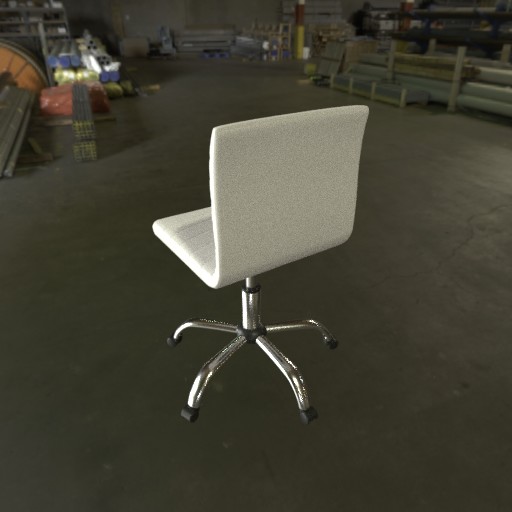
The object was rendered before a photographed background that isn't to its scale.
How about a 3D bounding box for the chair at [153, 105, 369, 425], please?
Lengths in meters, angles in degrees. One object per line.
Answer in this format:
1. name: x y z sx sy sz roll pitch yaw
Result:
1. chair: 0.000 0.000 1.172 0.556 0.780 0.530 -18 34 -30
